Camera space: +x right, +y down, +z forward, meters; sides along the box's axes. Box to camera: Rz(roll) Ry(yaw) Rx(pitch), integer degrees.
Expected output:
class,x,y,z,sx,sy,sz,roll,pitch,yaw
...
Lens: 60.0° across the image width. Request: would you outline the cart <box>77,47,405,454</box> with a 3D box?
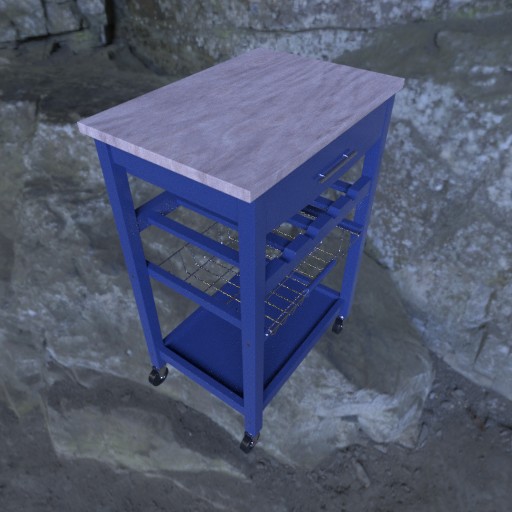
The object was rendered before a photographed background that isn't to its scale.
class,x,y,z,sx,sy,sz,roll,pitch,yaw
cart,0.000,0.000,1.171,0.403,0.839,0.584,26,47,27
